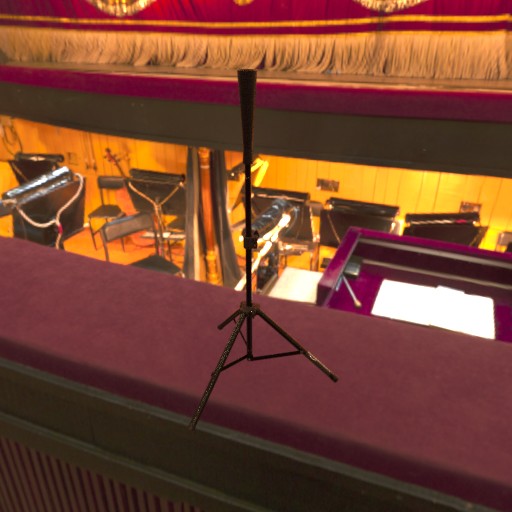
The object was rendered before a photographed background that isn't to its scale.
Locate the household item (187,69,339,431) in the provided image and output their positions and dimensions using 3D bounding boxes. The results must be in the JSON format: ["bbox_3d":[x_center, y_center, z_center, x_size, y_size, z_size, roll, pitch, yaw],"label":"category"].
[{"bbox_3d":[0.000,0.000,1.384,0.559,1.067,0.559,10,29,18],"label":"household item"}]
